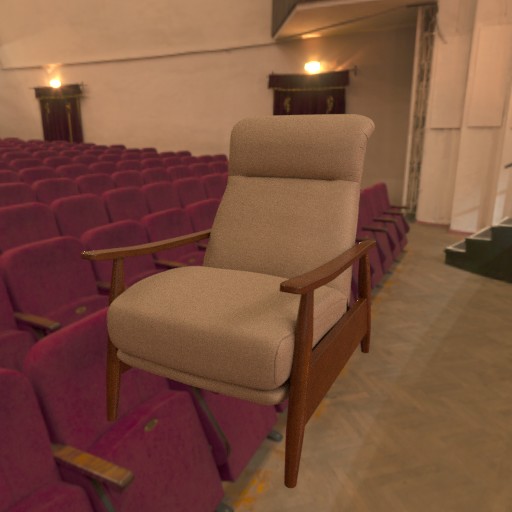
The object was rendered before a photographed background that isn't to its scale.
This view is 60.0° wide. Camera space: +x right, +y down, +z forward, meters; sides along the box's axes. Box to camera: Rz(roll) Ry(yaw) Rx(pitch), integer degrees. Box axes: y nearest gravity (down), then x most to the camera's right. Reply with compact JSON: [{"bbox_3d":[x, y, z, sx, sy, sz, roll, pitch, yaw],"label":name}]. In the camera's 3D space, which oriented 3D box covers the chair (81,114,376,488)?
[{"bbox_3d":[0.000,0.000,1.727,0.762,1.082,1.030,7,17,26],"label":"chair"}]
